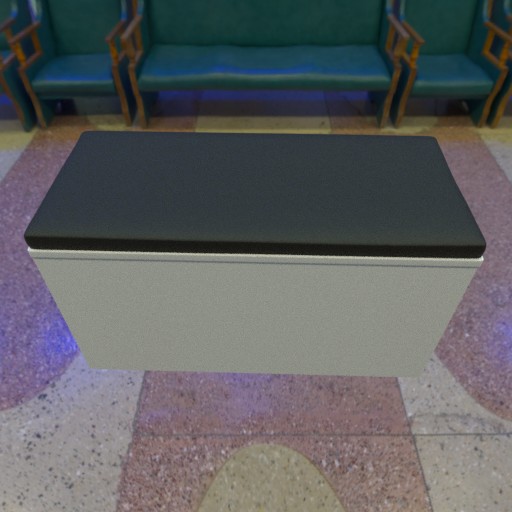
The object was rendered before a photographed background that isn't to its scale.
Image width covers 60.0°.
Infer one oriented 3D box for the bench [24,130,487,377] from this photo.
[{"bbox_3d":[0.000,0.000,1.156,0.899,0.500,0.401,1,46,1],"label":"bench"}]
